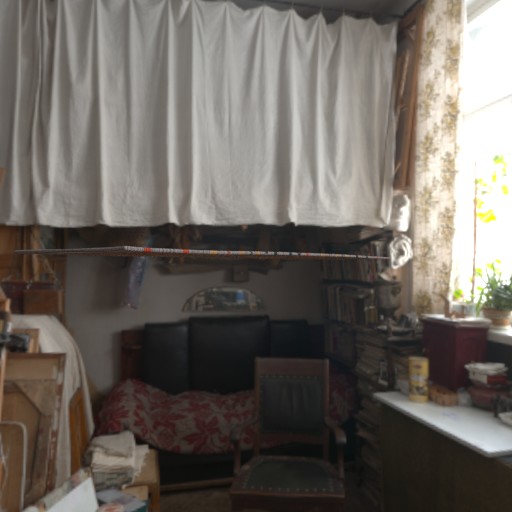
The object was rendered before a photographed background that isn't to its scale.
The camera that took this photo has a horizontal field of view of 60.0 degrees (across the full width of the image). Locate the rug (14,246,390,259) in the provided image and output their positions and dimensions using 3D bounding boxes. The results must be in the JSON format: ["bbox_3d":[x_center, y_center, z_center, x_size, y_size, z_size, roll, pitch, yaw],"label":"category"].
[{"bbox_3d":[0.000,0.000,2.596,0.744,0.022,2.419,-1,-1,37],"label":"rug"}]
